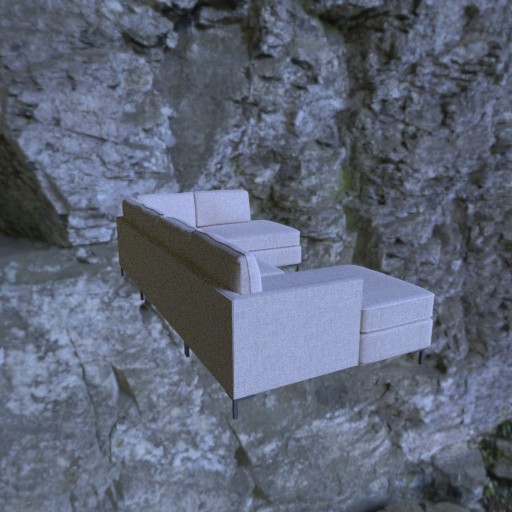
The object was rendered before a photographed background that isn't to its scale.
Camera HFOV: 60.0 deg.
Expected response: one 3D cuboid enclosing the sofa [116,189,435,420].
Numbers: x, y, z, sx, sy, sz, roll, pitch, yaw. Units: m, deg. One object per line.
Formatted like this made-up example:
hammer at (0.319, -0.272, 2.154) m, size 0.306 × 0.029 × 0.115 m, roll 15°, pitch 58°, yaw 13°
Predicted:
sofa at (0.000, 0.000, 4.320) m, size 2.021 × 0.996 × 3.423 m, roll -7°, pitch 15°, yaw -27°
